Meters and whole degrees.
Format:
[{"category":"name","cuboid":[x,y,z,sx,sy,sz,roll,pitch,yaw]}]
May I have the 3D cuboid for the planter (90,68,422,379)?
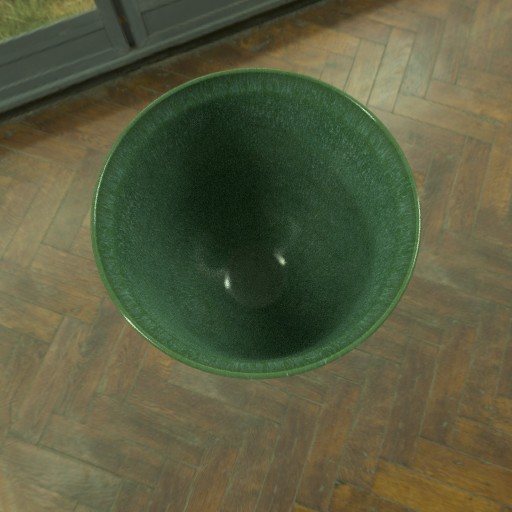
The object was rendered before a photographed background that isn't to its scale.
[{"category":"planter","cuboid":[0.000,0.000,0.364,0.195,0.214,0.195,0,75,0]}]
